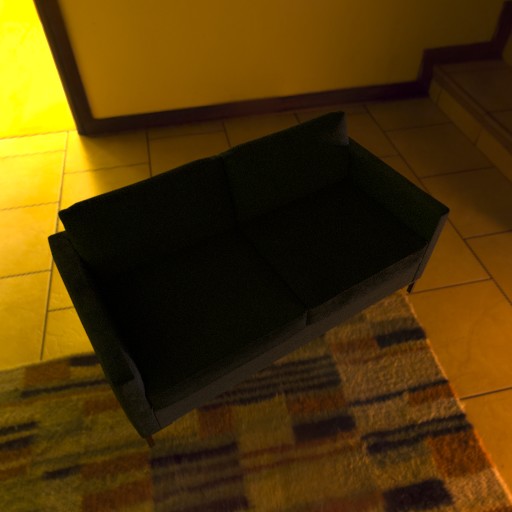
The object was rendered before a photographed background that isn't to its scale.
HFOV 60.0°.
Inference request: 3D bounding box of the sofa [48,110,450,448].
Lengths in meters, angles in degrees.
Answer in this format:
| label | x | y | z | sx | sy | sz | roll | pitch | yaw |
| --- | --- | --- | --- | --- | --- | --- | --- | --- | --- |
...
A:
| label | x | y | z | sx | sy | sz | roll | pitch | yaw |
| --- | --- | --- | --- | --- | --- | --- | --- | --- | --- |
| sofa | 0.000 | 0.000 | 2.161 | 1.676 | 0.817 | 0.875 | -25 | 53 | -21 |
